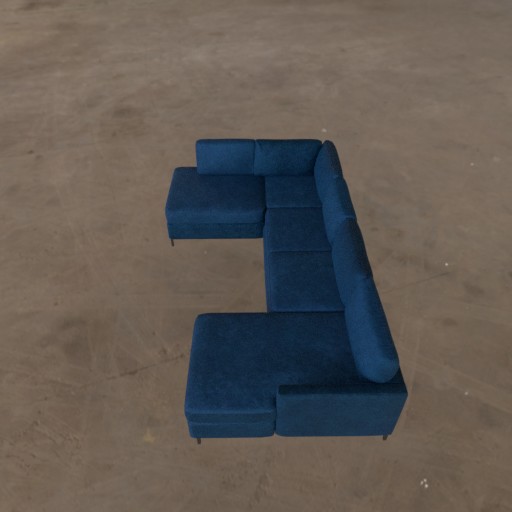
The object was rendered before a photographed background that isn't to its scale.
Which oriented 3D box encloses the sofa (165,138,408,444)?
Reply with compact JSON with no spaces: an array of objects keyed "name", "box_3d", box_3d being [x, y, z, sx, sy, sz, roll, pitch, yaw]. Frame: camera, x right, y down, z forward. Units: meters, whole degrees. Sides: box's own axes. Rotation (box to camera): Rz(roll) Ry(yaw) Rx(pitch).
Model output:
[{"name":"sofa","box_3d":[0.000,0.000,4.442,2.055,0.992,3.434,0,41,0]}]
